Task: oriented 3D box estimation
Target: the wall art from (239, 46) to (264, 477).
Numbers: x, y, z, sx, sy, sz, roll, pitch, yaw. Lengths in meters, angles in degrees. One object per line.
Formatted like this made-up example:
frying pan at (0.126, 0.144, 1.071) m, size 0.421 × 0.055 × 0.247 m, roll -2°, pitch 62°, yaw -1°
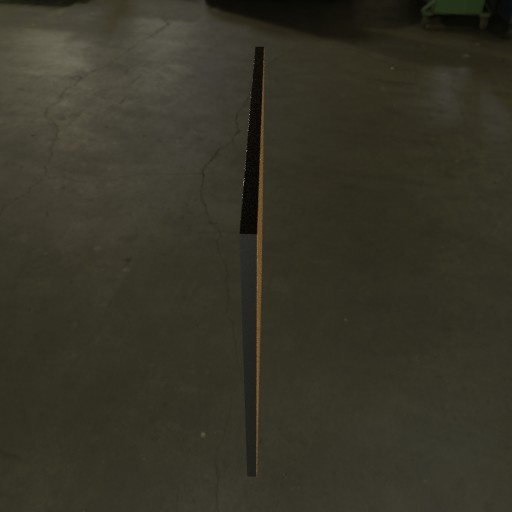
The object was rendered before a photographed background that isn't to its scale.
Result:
wall art at (0.000, 0.000, 0.648) m, size 0.014 × 0.445 × 0.446 m, roll 1°, pitch 42°, yaw 1°
